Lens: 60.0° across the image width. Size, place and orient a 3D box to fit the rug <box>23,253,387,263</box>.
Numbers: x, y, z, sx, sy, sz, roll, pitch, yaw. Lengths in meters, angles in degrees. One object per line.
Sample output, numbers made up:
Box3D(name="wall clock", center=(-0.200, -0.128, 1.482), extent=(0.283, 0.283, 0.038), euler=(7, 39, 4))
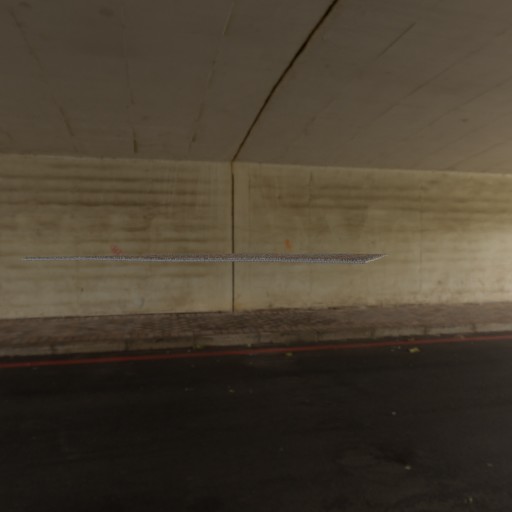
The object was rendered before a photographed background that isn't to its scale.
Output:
Box3D(name="rug", center=(0.000, 0.000, 3.746), extent=(2.043, 0.026, 2.901), euler=(0, 1, 18))
